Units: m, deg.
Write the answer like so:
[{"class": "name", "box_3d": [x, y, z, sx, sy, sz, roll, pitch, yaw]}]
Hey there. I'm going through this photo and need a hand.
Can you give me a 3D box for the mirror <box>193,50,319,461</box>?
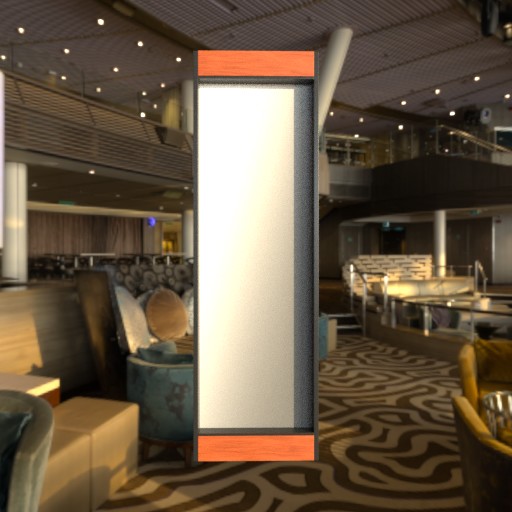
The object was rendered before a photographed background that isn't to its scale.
[{"class": "mirror", "box_3d": [0.000, 0.000, 1.236, 0.343, 1.123, 0.047, 0, 0, -1]}]
